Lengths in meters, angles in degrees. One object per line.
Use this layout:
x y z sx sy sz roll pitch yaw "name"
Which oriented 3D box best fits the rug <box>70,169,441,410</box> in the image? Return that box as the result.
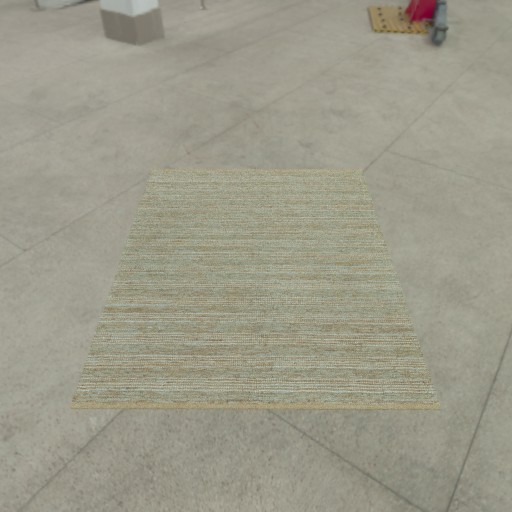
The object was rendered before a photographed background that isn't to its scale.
0.000 0.000 4.057 2.471 0.012 3.034 0 42 0 "rug"
